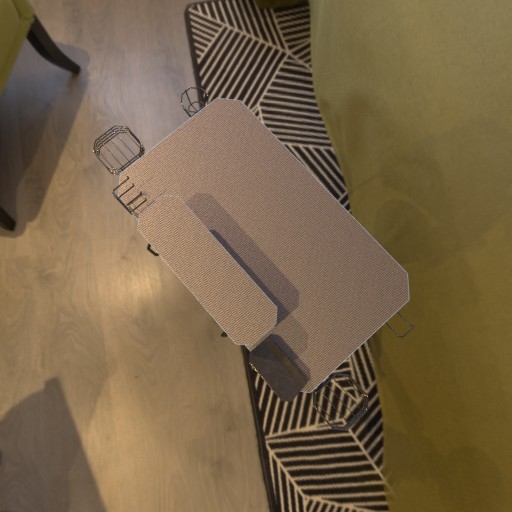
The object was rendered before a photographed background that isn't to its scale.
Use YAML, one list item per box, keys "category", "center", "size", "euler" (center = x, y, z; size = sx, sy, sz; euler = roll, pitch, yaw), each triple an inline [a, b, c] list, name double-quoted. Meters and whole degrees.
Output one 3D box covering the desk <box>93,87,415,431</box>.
- category: "desk"
  center: [0.000, 0.000, 1.782]
  size: [0.594, 0.909, 1.295]
  euler: [-41, 81, -8]
